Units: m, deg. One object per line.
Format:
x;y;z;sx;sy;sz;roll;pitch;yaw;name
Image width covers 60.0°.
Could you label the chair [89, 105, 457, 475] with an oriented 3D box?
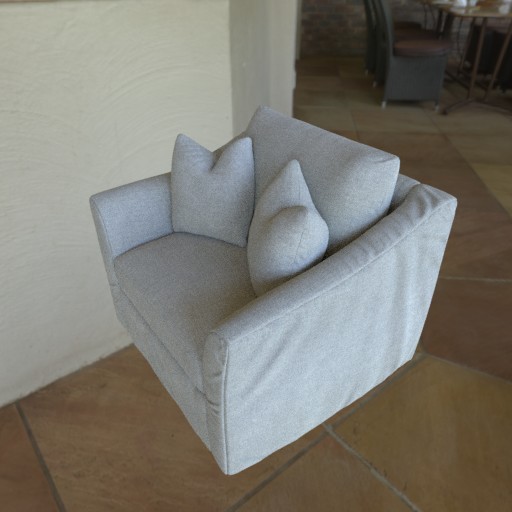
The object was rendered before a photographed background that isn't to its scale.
0.000;0.000;1.996;1.071;1.059;1.194;-22;39;-29;chair
